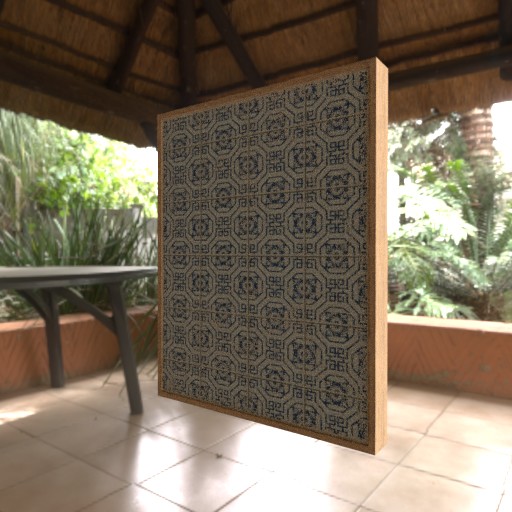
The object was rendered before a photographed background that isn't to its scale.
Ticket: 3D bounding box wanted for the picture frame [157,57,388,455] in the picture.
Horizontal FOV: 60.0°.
[{"bbox_3d":[0.000,0.000,0.726,0.421,0.526,0.046,0,1,36],"label":"picture frame"}]
